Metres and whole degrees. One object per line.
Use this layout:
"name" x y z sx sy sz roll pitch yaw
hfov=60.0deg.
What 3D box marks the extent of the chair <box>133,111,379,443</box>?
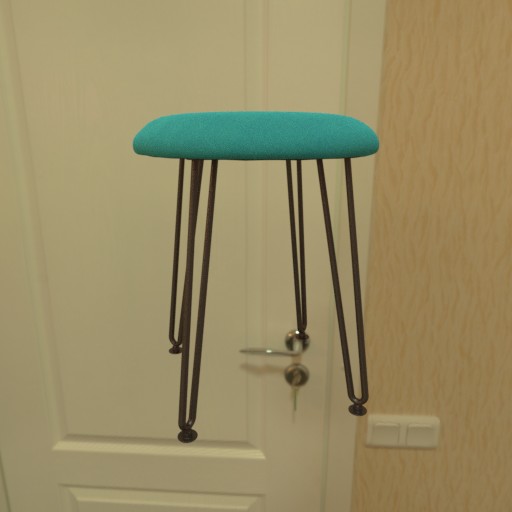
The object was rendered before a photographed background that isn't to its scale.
"chair" 0.000 0.000 0.697 0.350 0.430 0.350 -7 17 -24
